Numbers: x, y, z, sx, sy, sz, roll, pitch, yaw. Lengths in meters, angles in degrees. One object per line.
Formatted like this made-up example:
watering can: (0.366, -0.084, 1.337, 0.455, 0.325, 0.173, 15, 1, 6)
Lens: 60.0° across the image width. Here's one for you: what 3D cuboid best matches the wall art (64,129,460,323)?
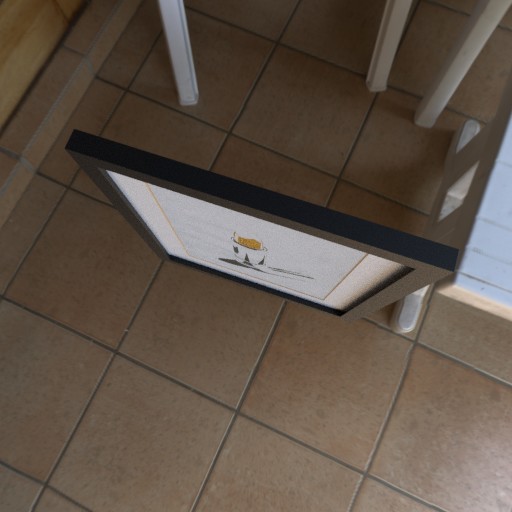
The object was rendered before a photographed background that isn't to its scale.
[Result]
wall art: (0.000, 0.000, 0.543, 0.330, 0.381, 0.019, 18, 76, 5)
